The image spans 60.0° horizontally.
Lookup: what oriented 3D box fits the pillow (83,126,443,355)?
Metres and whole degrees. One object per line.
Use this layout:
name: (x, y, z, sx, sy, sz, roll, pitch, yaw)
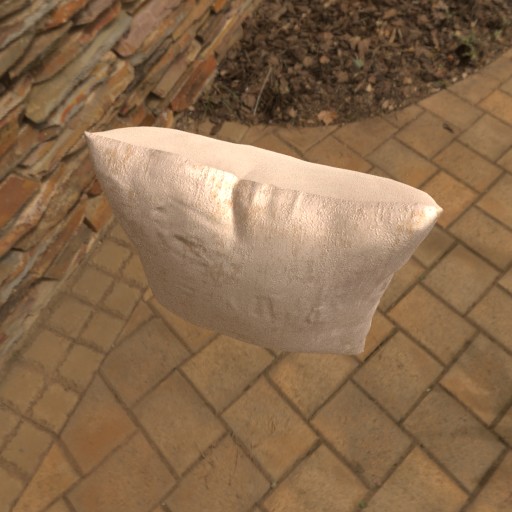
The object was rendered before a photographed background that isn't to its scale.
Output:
pillow: (0.000, 0.000, 0.716, 0.450, 0.448, 0.245, 16, 60, 9)
